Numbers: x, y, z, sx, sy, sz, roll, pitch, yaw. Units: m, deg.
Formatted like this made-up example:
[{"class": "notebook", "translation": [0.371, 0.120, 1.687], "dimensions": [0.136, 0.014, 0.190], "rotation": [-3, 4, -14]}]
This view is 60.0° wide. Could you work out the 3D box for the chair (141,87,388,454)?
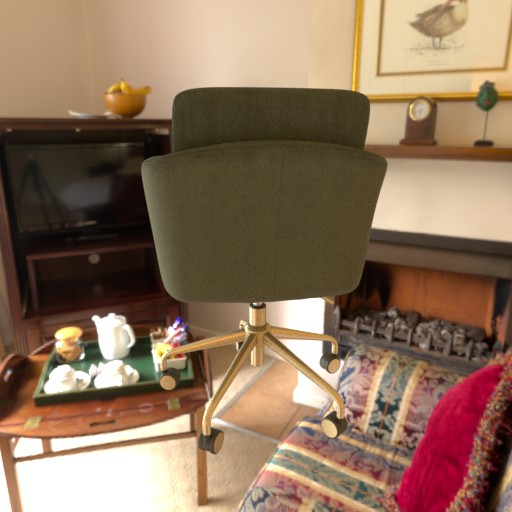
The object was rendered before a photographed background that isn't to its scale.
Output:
[{"class": "chair", "translation": [0.000, 0.000, 1.339], "dimensions": [0.641, 0.908, 0.635], "rotation": [-3, 16, -10]}]
